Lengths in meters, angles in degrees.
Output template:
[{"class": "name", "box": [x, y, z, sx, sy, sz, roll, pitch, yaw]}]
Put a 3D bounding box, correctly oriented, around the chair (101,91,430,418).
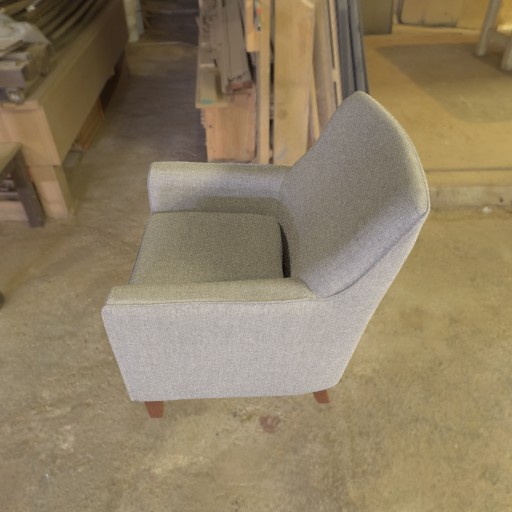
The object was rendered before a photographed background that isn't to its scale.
[{"class": "chair", "box": [0.000, 0.000, 1.769, 0.993, 1.047, 0.887, -1, 40, -1]}]
